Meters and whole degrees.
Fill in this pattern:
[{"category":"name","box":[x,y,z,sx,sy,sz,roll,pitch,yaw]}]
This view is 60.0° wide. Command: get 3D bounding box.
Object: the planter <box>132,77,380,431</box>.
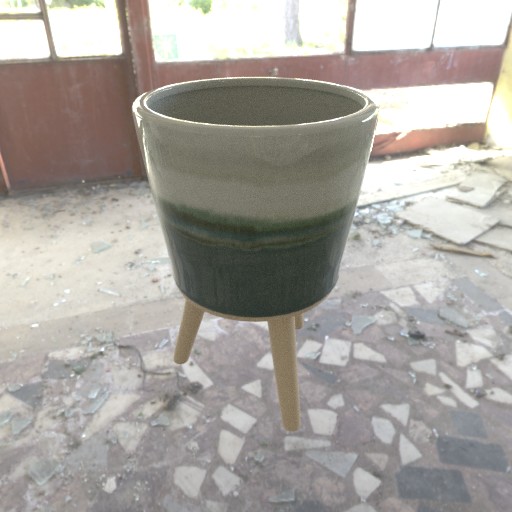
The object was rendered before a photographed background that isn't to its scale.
[{"category":"planter","box":[0.000,0.000,0.481,0.217,0.331,0.217,10,33,16]}]
